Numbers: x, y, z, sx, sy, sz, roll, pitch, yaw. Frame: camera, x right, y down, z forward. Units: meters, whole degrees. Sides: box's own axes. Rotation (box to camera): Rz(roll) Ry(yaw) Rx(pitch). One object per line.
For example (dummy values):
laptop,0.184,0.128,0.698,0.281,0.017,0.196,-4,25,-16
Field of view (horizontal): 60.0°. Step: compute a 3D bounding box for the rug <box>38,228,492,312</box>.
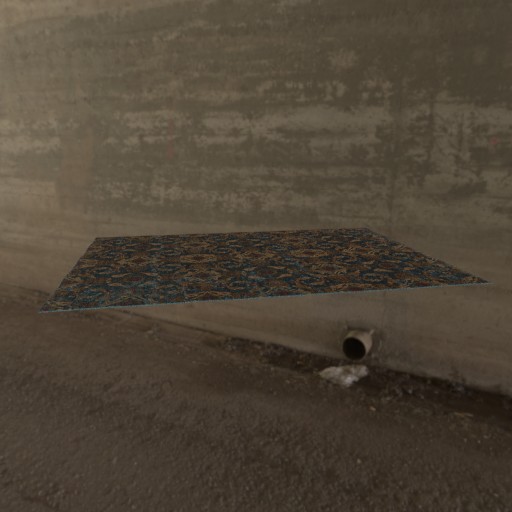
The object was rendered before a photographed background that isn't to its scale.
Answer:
rug,0.000,0.000,4.247,3.291,0.013,2.337,-3,15,-10
